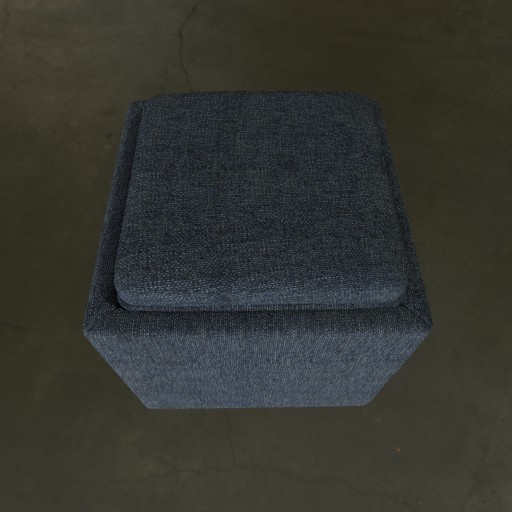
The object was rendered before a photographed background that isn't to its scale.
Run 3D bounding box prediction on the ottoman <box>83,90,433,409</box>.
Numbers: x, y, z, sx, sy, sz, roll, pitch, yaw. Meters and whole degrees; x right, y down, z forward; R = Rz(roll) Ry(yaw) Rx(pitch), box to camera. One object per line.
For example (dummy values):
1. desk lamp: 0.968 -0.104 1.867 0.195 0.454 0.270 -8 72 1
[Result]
1. ottoman: 0.000 0.000 0.817 0.450 0.460 0.450 -1 58 0
